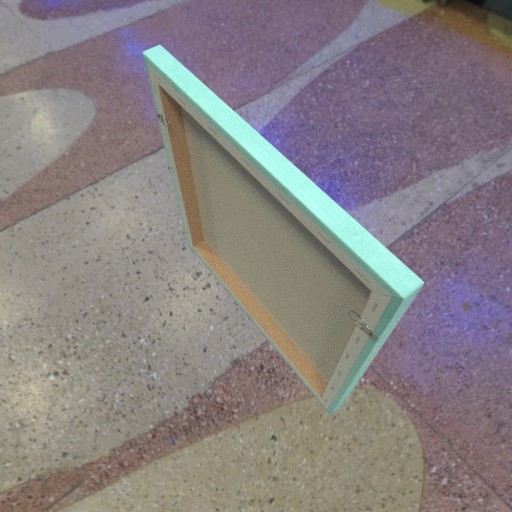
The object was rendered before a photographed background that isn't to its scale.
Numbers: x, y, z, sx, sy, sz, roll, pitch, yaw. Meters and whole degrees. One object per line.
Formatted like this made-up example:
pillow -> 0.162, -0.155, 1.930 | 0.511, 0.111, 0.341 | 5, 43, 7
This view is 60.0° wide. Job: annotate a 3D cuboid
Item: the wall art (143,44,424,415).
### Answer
wall art -> 0.000, 0.000, 1.144 | 0.054, 0.766, 0.765 | -34, 64, -19
